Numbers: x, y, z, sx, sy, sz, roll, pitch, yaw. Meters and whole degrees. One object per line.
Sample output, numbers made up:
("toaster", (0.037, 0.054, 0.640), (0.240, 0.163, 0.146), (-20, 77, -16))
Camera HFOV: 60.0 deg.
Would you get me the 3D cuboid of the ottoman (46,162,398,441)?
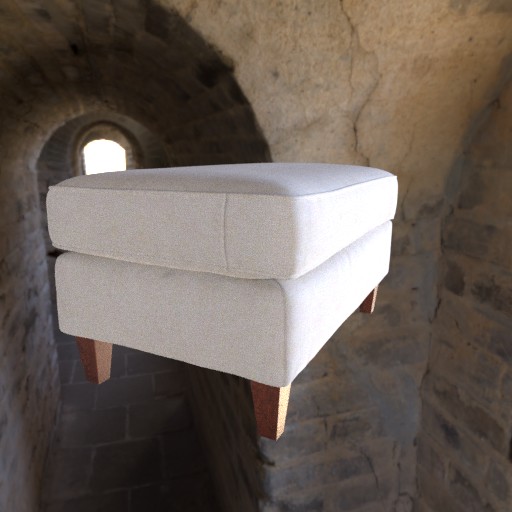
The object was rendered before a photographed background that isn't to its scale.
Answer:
("ottoman", (0.000, 0.000, 1.193), (0.583, 0.484, 0.862), (7, 15, 27))
